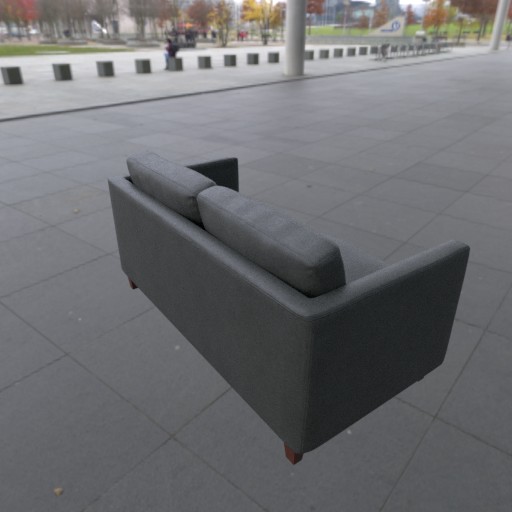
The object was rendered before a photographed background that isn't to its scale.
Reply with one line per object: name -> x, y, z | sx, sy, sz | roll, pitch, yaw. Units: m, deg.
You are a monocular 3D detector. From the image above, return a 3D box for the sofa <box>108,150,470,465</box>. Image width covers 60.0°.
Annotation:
sofa -> 0.000, 0.000, 2.424 | 0.951, 0.933, 1.883 | -18, 32, -32
